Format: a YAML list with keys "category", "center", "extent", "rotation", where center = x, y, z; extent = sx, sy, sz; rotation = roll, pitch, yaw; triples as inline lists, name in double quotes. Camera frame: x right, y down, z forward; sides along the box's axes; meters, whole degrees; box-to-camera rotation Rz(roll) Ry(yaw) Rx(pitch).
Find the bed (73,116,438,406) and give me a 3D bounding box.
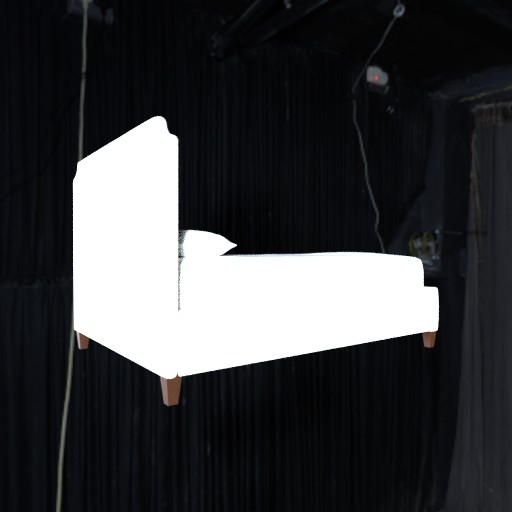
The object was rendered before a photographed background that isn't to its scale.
- category: "bed"
  center: [0.000, 0.000, 3.477]
  extent: [2.365, 1.443, 1.712]
  rotation: [0, 1, -36]
